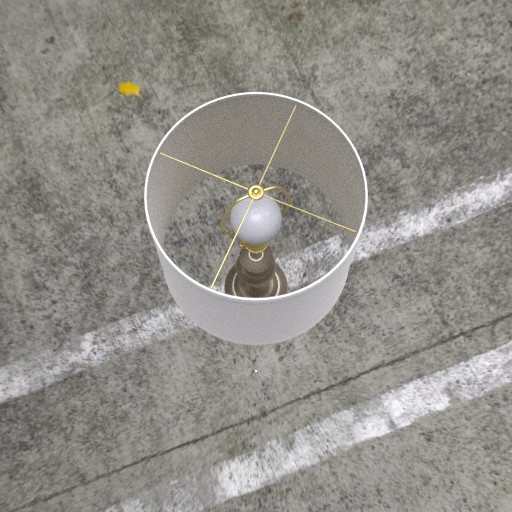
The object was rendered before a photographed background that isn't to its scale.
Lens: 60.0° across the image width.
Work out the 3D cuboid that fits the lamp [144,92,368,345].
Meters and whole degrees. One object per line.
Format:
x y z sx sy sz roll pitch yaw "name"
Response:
0.000 0.000 0.817 0.328 0.619 0.328 0 75 0 "lamp"
